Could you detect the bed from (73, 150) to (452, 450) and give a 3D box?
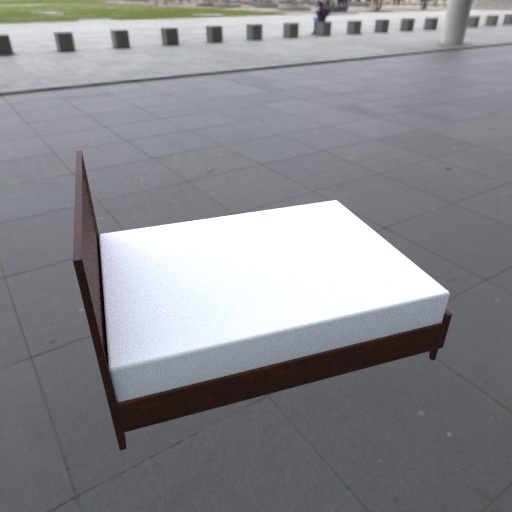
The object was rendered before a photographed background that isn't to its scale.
[{"bbox_3d":[0.000,0.000,3.159,2.184,1.270,1.600,-10,32,-16],"label":"bed"}]
